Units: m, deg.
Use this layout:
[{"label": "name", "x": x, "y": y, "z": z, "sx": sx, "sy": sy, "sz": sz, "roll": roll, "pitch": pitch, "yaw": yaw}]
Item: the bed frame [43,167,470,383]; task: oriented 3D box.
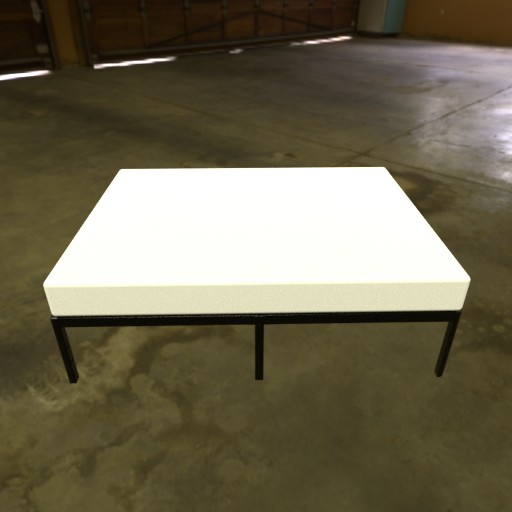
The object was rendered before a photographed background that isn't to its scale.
[{"label": "bed frame", "x": 0.000, "y": 0.000, "z": 2.917, "sx": 2.072, "sy": 0.659, "sz": 1.557, "roll": -1, "pitch": 31, "yaw": -1}]
